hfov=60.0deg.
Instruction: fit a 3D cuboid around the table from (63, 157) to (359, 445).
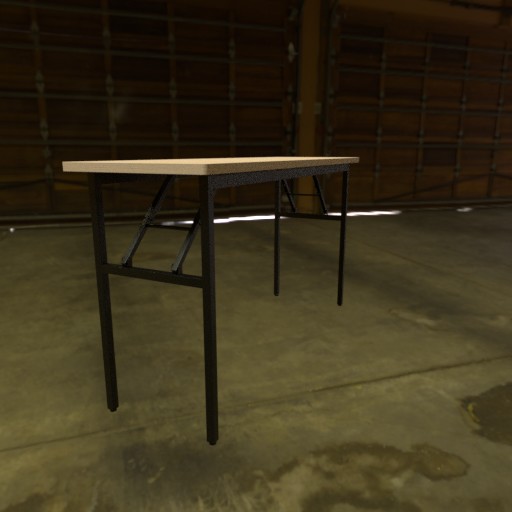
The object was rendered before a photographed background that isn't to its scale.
[{"bbox_3d":[0.000,0.000,1.753,0.447,0.750,1.397,6,15,26],"label":"table"}]
